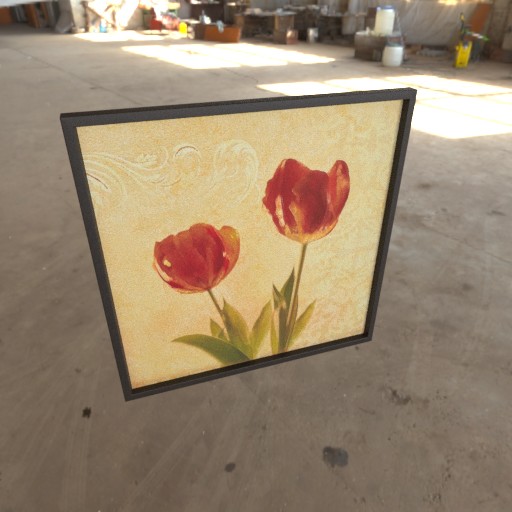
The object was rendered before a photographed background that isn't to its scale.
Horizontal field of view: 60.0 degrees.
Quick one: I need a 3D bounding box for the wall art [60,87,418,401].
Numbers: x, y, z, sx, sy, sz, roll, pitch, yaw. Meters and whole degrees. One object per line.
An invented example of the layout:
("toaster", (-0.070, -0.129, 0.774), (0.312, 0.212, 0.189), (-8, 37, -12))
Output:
("wall art", (0.000, 0.000, 1.184), (0.805, 0.807, 0.043), (-10, 33, -15))
